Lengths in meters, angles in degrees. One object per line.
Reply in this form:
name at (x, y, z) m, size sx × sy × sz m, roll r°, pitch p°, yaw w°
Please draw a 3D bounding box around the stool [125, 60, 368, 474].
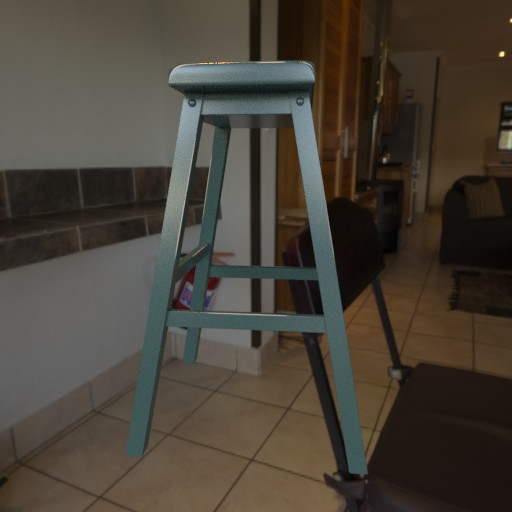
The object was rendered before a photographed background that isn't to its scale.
stool at (0.000, 0.000, 1.008) m, size 0.476 × 0.737 × 0.457 m, roll 1°, pitch 12°, yaw 6°
